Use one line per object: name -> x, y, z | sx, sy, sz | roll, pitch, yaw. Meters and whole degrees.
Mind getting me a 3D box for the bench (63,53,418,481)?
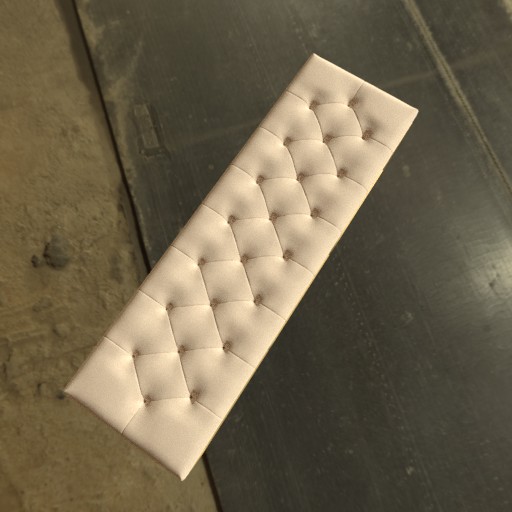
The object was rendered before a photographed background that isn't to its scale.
bench -> 0.000, 0.000, 1.687 | 0.457, 0.484, 1.473 | 32, 77, 8
